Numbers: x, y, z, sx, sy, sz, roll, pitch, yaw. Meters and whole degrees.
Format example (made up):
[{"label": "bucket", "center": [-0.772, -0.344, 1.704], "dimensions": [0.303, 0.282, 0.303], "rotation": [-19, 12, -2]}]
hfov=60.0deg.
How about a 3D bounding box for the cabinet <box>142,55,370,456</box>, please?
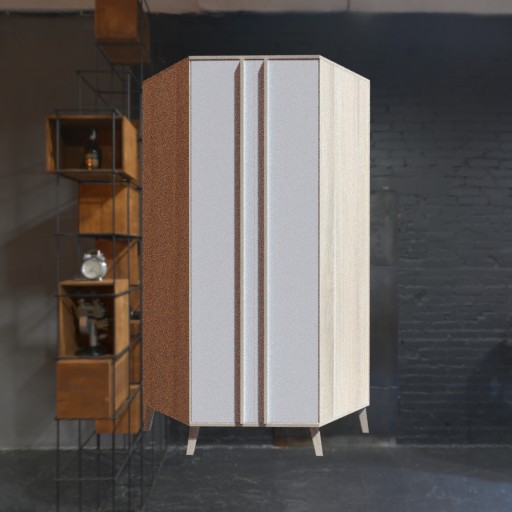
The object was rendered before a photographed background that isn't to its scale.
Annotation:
[{"label": "cabinet", "center": [0.000, 0.000, 2.635], "dimensions": [1.272, 1.957, 0.969], "rotation": [0, 0, 1]}]
